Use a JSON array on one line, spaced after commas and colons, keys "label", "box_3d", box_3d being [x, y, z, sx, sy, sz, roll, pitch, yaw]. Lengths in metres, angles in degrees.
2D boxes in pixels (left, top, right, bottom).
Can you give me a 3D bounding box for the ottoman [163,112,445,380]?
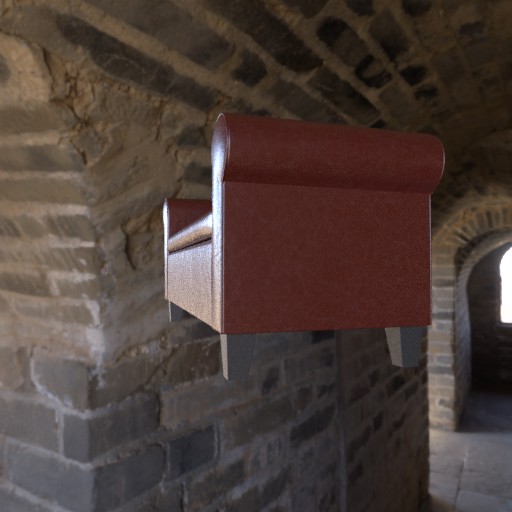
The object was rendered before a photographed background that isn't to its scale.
[{"label": "ottoman", "box_3d": [0.000, 0.000, 1.509, 0.521, 0.547, 1.256, 1, -2, -17]}]
